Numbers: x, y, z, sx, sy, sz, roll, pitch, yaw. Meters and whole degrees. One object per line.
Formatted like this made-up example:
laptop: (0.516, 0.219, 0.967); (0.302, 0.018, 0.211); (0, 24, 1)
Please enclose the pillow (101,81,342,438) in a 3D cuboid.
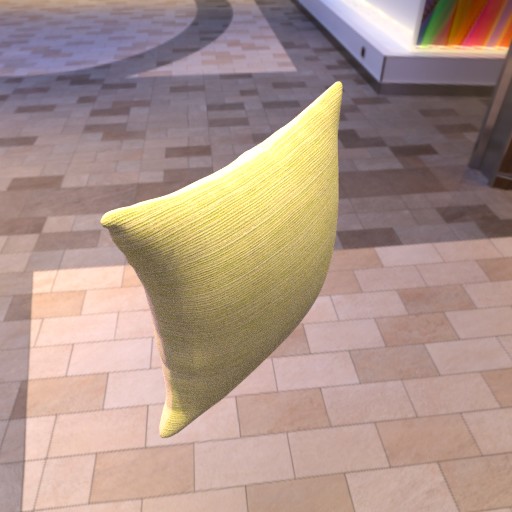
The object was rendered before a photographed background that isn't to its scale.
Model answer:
pillow: (0.000, 0.000, 0.804); (0.229, 0.487, 0.560); (26, 46, 27)
